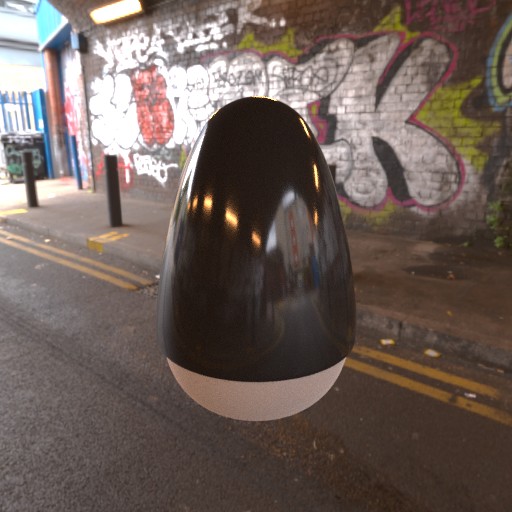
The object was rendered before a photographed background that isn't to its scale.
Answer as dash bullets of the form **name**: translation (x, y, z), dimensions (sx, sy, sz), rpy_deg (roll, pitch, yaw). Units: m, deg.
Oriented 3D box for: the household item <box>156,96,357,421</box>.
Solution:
- **household item**: translation (0.000, 0.000, 0.223), dimensions (0.102, 0.152, 0.104), rpy_deg (-3, 15, -9)
